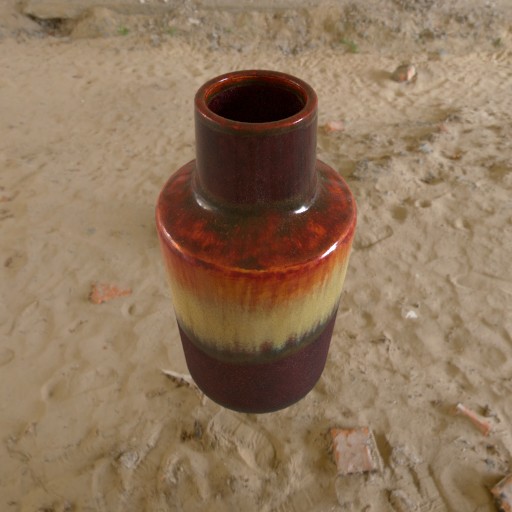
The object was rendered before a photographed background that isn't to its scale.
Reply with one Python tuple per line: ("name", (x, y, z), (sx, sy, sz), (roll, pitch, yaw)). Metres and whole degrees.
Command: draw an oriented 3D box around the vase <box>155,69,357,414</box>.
("vase", (0.000, 0.000, 0.266), (0.108, 0.204, 0.108), (0, 47, 0))
